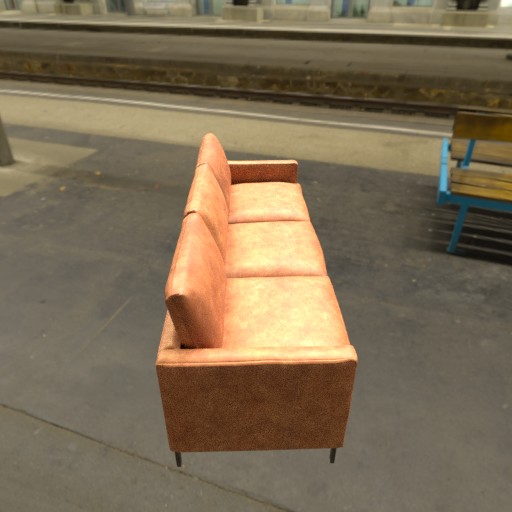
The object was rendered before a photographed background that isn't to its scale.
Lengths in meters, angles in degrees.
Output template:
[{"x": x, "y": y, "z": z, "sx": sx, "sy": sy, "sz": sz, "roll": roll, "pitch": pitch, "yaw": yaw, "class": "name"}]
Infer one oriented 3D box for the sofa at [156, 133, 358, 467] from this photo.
[{"x": 0.000, "y": 0.000, "z": 2.450, "sx": 0.748, "sy": 0.863, "sz": 2.029, "roll": -1, "pitch": 32, "yaw": -1, "class": "sofa"}]
